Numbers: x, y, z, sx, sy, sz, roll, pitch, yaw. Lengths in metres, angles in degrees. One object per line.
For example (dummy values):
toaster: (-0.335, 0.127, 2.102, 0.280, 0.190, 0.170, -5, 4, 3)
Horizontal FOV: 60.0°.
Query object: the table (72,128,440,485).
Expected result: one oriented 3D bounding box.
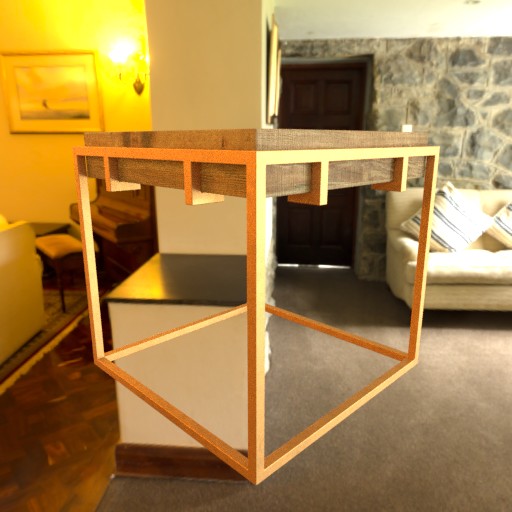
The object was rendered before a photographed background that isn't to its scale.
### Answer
table: (0.000, 0.000, 1.088, 0.599, 0.584, 0.599, 14, 20, 43)
